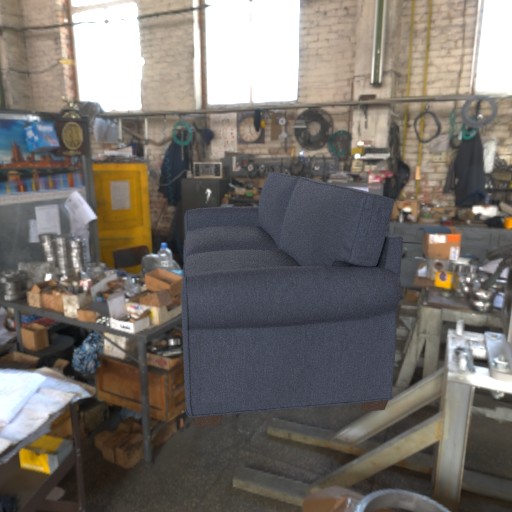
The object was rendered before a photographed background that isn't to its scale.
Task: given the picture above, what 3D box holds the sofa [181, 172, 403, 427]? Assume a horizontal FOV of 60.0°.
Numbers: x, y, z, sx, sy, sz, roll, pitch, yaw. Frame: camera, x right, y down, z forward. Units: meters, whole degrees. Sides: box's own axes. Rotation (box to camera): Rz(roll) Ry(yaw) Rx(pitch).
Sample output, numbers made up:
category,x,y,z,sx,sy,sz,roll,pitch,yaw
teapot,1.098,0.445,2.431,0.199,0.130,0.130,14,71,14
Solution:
category,x,y,z,sx,sy,sz,roll,pitch,yaw
sofa,0.000,0.000,2.921,0.954,1.026,2.391,-2,13,-8
